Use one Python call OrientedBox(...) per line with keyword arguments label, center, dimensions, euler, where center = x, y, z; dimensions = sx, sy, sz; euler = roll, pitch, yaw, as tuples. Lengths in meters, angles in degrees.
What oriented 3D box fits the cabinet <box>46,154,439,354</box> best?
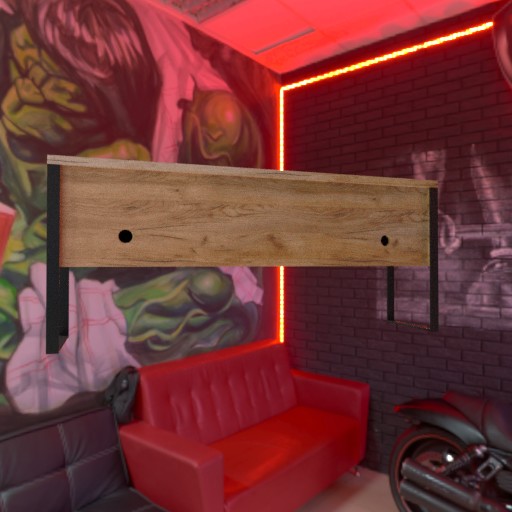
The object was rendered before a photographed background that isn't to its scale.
OrientedBox(label="cabinet", center=(0.000, 0.000, 2.150), dimensions=(1.800, 0.762, 0.395), euler=(0, -1, -17))
